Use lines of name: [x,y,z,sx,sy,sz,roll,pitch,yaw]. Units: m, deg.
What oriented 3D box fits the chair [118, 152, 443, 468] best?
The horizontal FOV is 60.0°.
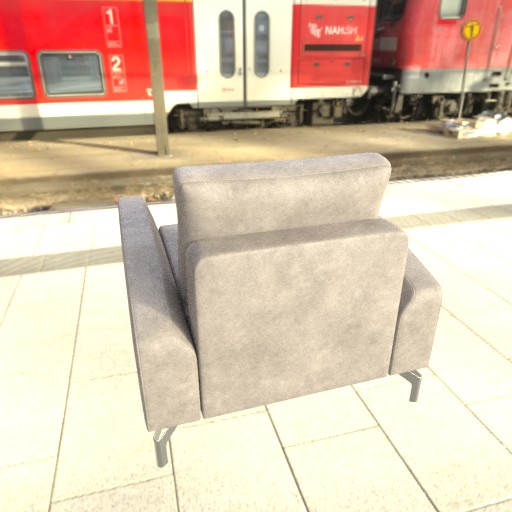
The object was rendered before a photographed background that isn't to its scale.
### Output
chair: [0.000,0.000,1.576,0.900,0.800,0.900,-8,27,-16]
